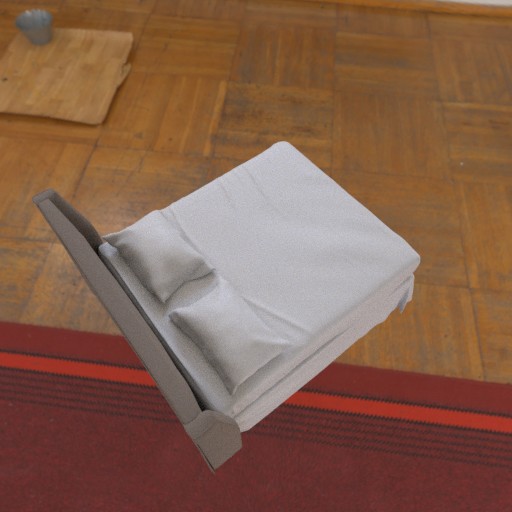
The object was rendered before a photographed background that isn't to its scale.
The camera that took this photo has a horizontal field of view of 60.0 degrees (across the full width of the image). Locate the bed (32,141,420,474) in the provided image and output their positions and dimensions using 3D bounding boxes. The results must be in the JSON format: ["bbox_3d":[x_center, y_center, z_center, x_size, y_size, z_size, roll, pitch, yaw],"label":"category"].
[{"bbox_3d":[0.000,0.000,3.407,2.276,1.332,1.925,-34,64,-19],"label":"bed"}]
